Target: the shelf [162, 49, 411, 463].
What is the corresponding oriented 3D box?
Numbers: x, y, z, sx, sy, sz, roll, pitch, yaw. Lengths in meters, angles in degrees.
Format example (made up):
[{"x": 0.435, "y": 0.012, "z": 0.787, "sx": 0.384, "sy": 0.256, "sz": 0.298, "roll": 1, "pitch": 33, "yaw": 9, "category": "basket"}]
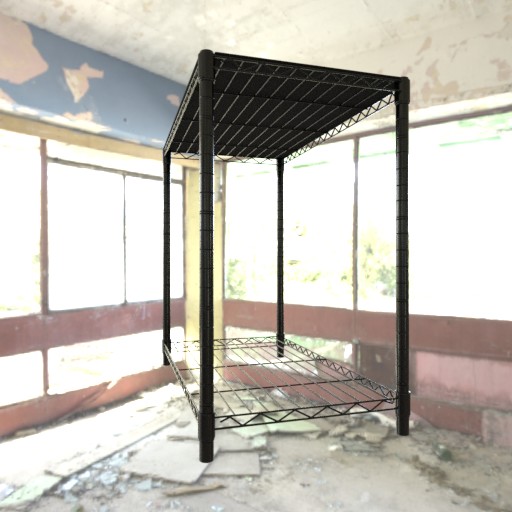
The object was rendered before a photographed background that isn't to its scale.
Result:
[{"x": 0.000, "y": 0.000, "z": 0.928, "sx": 0.338, "sy": 0.564, "sz": 0.589, "roll": 0, "pitch": 0, "yaw": -17, "category": "shelf"}]
